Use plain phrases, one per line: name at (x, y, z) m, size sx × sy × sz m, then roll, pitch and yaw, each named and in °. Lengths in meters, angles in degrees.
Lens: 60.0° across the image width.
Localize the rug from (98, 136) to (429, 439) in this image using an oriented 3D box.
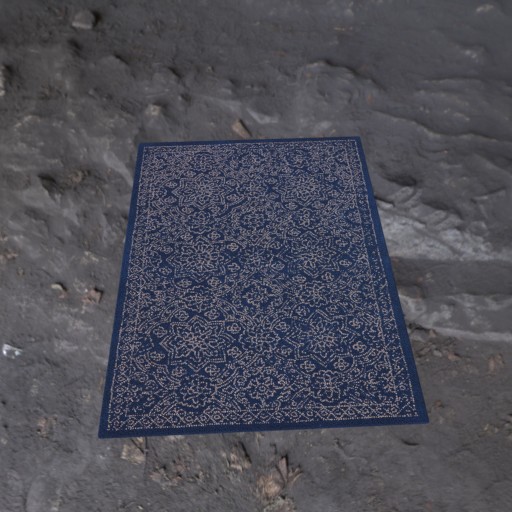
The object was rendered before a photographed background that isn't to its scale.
rug at (0.000, 0.000, 4.065) m, size 2.438 × 0.010 × 3.048 m, roll -2°, pitch 57°, yaw -1°
